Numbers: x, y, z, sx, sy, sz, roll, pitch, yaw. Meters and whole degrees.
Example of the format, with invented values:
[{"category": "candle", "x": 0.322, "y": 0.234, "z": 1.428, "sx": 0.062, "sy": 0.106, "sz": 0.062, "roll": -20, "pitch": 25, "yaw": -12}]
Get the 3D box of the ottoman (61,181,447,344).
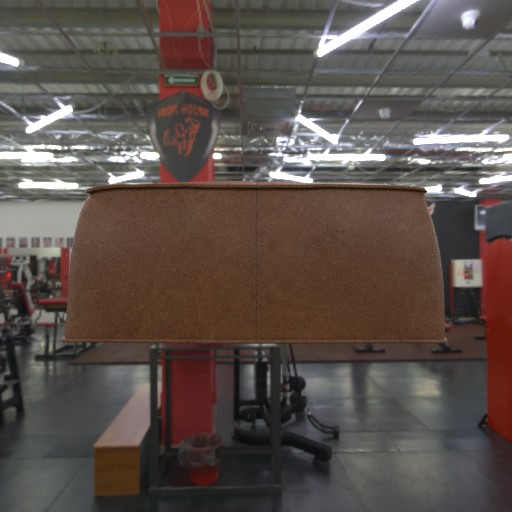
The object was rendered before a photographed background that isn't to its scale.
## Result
[{"category": "ottoman", "x": 0.000, "y": 0.000, "z": 1.399, "sx": 0.901, "sy": 0.395, "sz": 0.902, "roll": 0, "pitch": -1, "yaw": 1}]
